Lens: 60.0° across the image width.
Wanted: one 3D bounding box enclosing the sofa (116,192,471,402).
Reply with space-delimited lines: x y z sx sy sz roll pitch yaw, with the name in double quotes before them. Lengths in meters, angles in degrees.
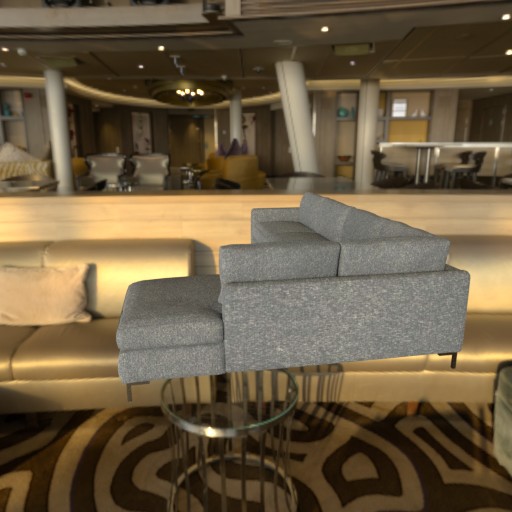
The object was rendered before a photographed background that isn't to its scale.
"sofa" 0.000 0.000 3.801 2.007 0.815 2.949 -3 14 -10
